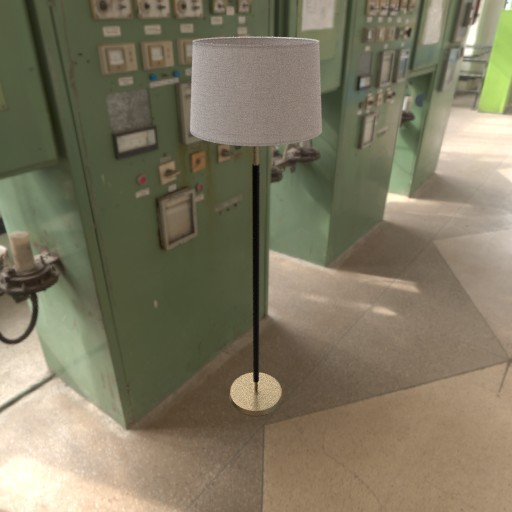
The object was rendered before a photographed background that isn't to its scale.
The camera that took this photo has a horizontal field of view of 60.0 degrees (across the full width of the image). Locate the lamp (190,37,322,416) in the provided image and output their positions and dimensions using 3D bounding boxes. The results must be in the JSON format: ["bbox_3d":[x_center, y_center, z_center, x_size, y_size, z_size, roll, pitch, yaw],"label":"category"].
[{"bbox_3d":[0.000,0.000,1.652,0.420,1.447,0.420,0,29,0],"label":"lamp"}]
